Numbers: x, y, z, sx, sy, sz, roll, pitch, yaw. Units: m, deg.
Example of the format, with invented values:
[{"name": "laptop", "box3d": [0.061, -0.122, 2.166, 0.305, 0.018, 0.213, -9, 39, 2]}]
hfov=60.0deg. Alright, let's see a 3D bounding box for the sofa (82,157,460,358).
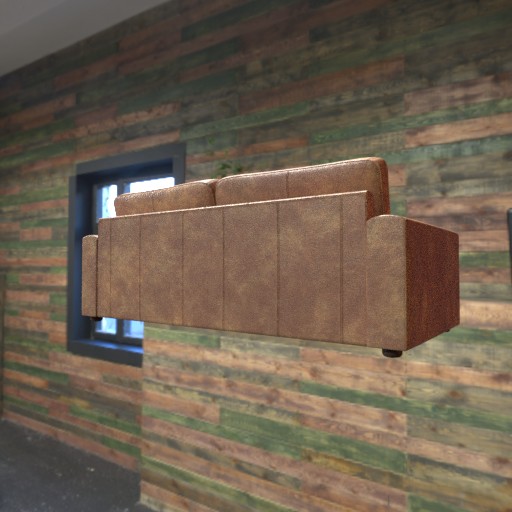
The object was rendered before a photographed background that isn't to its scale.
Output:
[{"name": "sofa", "box3d": [0.000, 0.000, 2.769, 2.179, 0.873, 1.016, -1, -2, 36]}]
